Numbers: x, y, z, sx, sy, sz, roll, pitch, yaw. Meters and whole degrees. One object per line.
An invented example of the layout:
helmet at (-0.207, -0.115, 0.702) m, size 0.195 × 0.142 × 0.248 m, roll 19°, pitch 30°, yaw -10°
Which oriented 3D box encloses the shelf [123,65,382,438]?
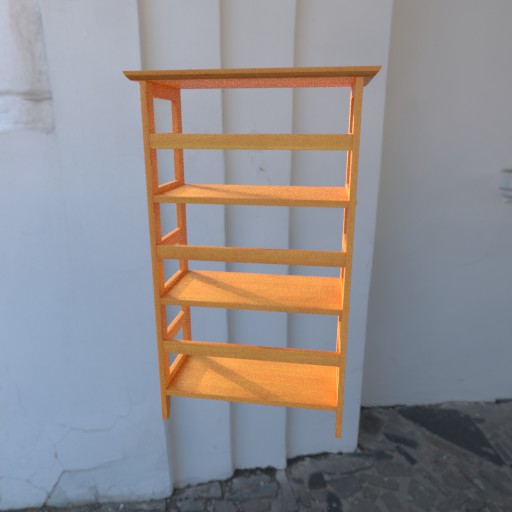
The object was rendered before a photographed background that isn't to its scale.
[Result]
shelf at (0.000, 0.000, 1.404) m, size 0.660 × 1.067 × 0.305 m, roll 3°, pitch 16°, yaw 9°
